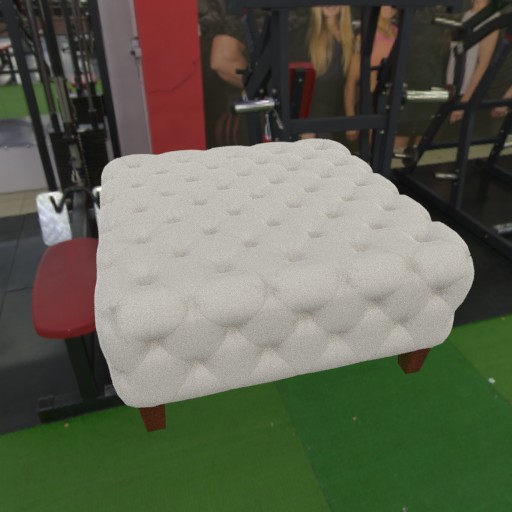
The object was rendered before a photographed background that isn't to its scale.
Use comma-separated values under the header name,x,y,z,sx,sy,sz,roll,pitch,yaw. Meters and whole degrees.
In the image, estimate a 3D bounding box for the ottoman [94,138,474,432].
name,x,y,z,sx,sy,sz,roll,pitch,yaw
ottoman,0.000,0.000,1.177,0.753,0.376,0.755,-8,34,-13
